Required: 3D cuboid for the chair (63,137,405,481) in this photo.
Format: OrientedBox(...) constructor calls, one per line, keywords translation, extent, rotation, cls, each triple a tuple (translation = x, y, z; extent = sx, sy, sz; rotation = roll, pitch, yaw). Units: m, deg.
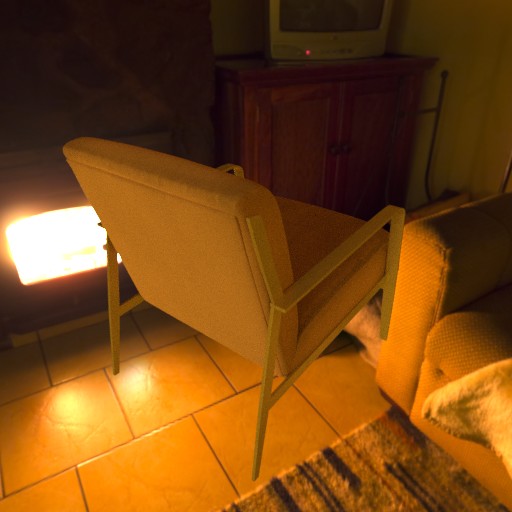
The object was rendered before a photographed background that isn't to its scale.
OrientedBox(translation=(0.000, 0.000, 1.431), extent=(0.701, 0.823, 0.848), rotation=(22, 36, 34), cls="chair")
